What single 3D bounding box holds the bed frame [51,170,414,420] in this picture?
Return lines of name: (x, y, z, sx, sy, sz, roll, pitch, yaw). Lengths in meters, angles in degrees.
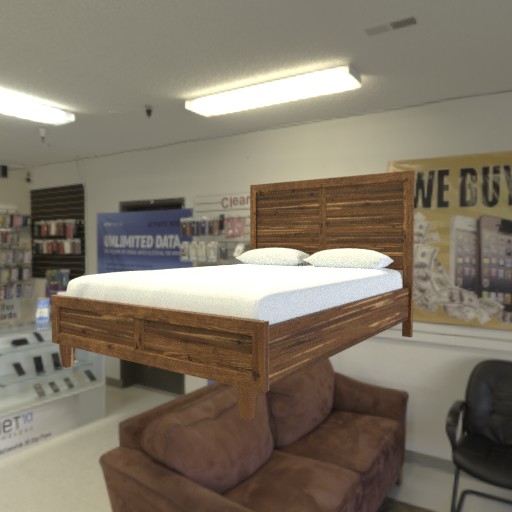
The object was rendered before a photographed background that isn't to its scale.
bed frame: (0.000, 0.000, 3.351, 1.696, 1.417, 2.276, 1, 2, 35)
